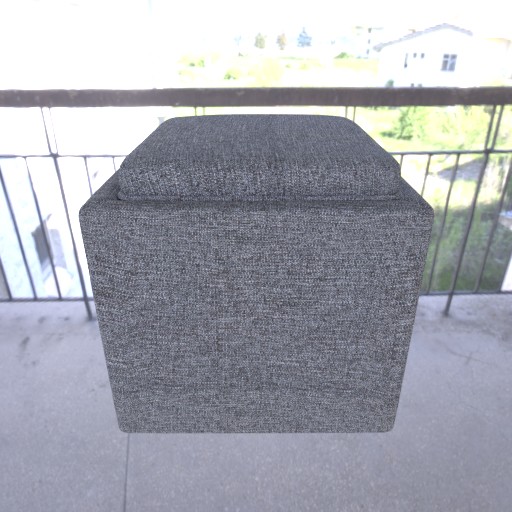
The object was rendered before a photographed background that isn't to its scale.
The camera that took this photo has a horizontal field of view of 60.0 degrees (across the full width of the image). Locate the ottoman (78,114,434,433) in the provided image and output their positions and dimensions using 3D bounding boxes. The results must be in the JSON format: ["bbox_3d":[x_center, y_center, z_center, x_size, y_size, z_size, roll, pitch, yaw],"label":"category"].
[{"bbox_3d":[0.000,0.000,0.817,0.450,0.460,0.450,0,27,0],"label":"ottoman"}]
